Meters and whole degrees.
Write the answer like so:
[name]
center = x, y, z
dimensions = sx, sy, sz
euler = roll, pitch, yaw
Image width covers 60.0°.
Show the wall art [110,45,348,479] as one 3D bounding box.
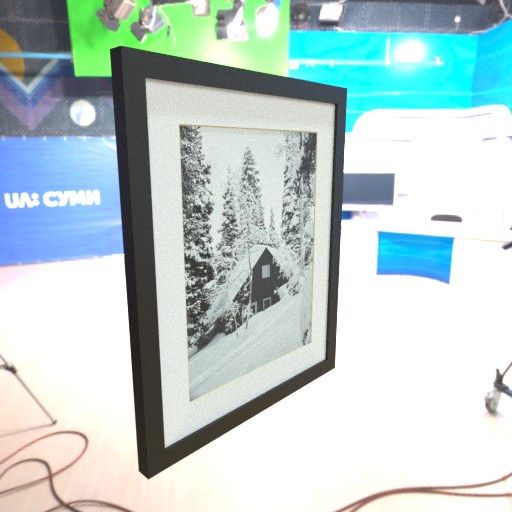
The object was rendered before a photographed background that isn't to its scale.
[wall art]
center = 0.000, 0.000, 0.513
dimensions = 0.018, 0.397, 0.325
euler = 12, 18, 43
